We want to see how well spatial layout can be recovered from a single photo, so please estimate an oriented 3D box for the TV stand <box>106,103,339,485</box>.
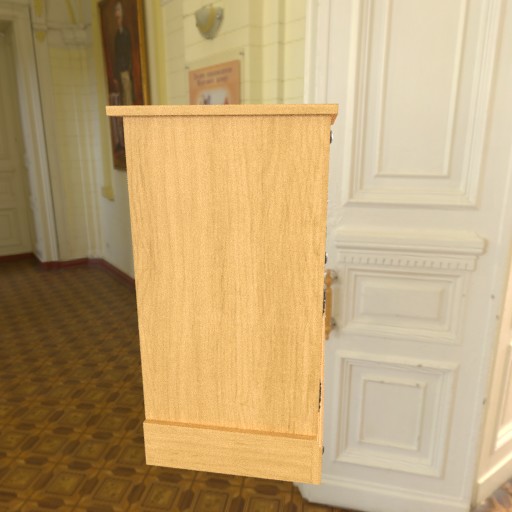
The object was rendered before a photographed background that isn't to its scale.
[{"bbox_3d":[0.000,0.000,1.298,0.430,0.787,0.851,2,15,9],"label":"TV stand"}]
